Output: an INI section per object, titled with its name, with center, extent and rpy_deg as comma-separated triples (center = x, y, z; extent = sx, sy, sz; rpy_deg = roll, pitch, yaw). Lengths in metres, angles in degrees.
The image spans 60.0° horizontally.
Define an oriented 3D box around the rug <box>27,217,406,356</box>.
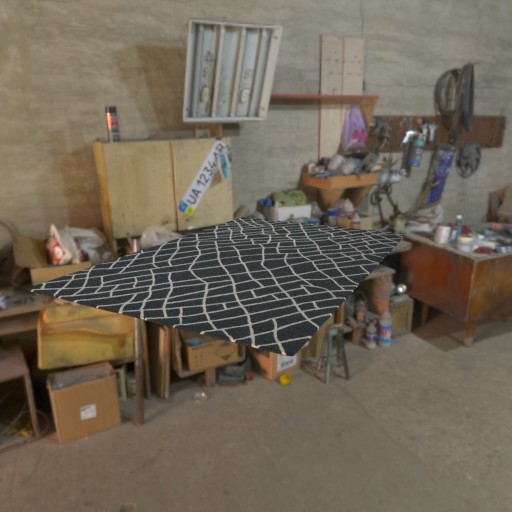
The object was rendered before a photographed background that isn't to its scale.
[rug]
center = 0.000, 0.000, 2.359
extent = 1.223, 0.013, 1.830
rpy_deg = 8, 18, 27
